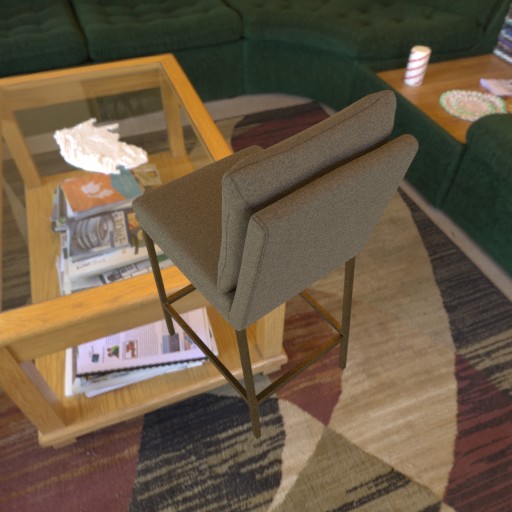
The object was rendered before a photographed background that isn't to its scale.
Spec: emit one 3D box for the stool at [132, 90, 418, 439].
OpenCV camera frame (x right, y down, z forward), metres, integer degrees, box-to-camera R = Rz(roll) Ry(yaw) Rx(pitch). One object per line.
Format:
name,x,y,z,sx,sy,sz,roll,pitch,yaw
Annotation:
stool,0.000,0.000,1.300,0.463,1.030,0.569,-30,54,-25
